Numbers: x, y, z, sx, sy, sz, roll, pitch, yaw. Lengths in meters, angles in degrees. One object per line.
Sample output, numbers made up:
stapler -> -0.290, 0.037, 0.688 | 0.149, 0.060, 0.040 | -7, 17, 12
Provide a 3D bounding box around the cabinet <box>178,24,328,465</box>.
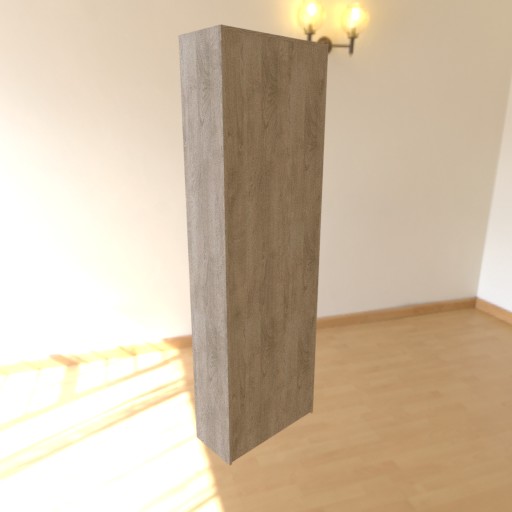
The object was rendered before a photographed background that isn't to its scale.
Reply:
cabinet -> 0.000, 0.000, 1.838 | 0.520, 1.630, 0.250 | -15, 22, -40
